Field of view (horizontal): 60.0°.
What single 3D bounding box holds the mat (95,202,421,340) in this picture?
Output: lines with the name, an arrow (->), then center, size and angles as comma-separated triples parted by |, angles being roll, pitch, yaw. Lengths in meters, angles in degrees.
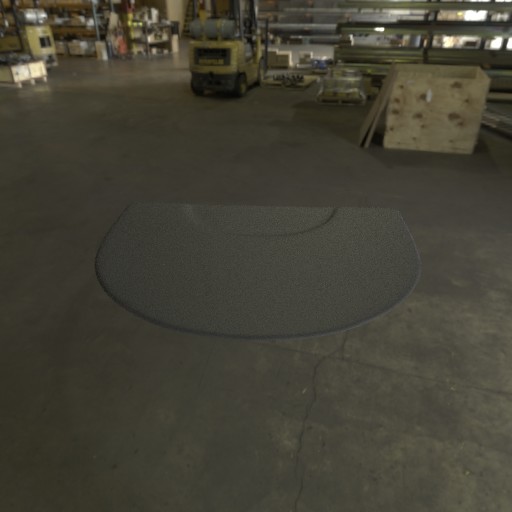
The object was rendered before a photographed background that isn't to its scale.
mat -> 0.000, 0.000, 1.619 | 1.220, 0.016, 0.917 | 2, 30, 3
